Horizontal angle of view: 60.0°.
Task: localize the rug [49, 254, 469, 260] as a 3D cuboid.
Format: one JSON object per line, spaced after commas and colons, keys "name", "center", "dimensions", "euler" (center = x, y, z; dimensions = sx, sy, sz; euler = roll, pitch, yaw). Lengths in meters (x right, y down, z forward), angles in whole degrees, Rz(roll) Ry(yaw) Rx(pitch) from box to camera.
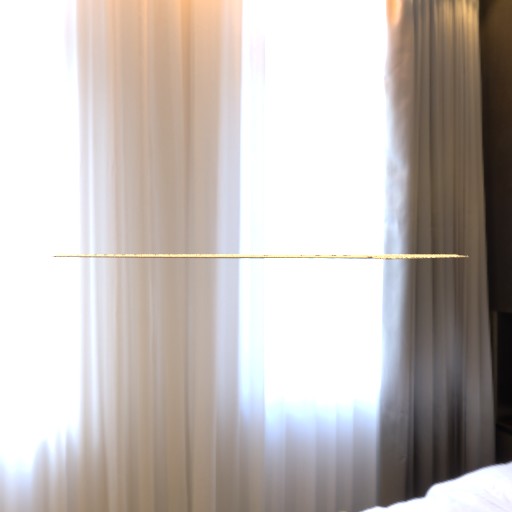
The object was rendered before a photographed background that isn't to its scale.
{"name": "rug", "center": [0.000, 0.000, 2.314], "dimensions": [1.847, 0.014, 1.230], "euler": [0, 0, 36]}
